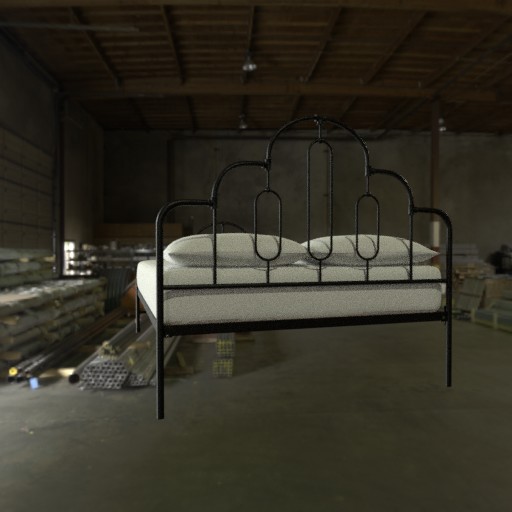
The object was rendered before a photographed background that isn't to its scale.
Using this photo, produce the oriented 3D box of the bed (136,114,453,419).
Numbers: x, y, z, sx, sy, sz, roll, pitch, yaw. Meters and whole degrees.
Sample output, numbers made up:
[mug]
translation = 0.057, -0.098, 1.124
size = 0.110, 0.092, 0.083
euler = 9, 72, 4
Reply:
[bed]
translation = 0.000, 0.000, 3.262
size = 1.626, 1.444, 2.181
euler = 0, 1, -18
